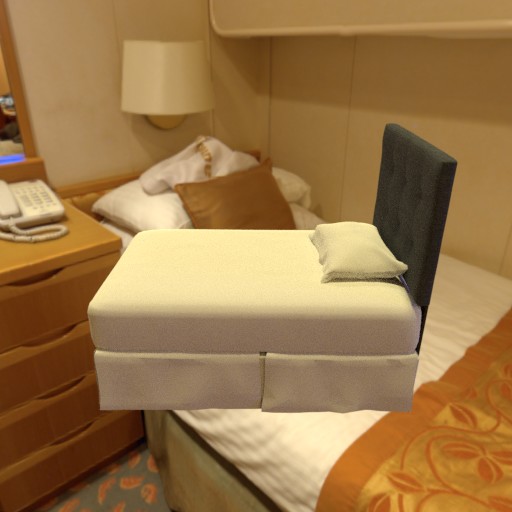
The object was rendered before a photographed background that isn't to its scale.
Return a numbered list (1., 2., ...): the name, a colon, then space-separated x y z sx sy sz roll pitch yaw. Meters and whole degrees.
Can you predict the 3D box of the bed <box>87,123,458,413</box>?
1. bed: 0.000 0.000 2.977 1.997 1.571 1.261 0 26 1
